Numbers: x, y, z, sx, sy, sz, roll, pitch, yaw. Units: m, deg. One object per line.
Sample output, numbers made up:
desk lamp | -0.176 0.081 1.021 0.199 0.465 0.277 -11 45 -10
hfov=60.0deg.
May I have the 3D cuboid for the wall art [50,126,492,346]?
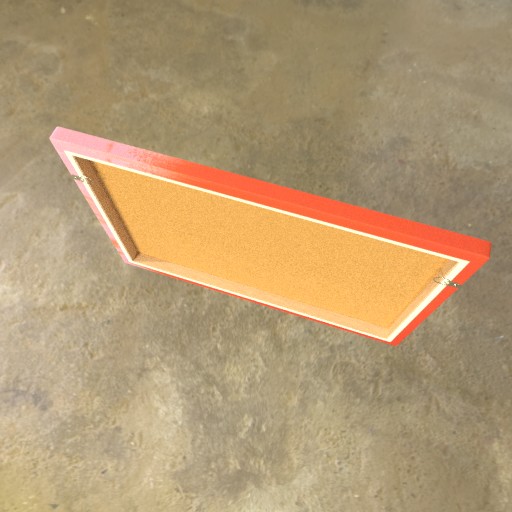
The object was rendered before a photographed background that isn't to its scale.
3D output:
wall art | 0.000 0.000 1.151 0.913 0.609 0.040 16 65 8
